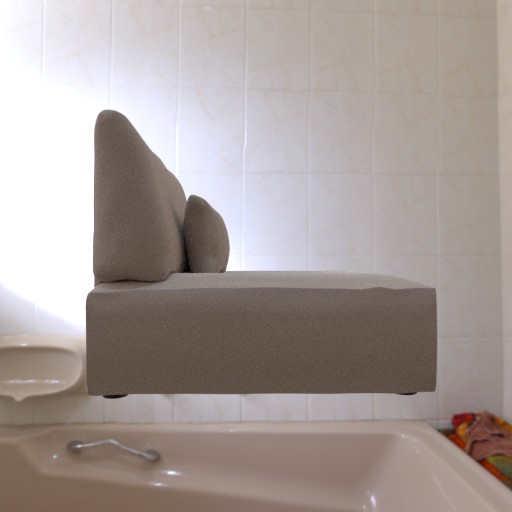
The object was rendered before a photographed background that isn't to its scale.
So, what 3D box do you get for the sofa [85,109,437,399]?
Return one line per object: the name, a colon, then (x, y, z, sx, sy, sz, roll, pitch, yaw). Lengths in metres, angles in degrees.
sofa: (0.000, 0.000, 1.698, 1.000, 0.828, 0.935, 0, -1, -1)
